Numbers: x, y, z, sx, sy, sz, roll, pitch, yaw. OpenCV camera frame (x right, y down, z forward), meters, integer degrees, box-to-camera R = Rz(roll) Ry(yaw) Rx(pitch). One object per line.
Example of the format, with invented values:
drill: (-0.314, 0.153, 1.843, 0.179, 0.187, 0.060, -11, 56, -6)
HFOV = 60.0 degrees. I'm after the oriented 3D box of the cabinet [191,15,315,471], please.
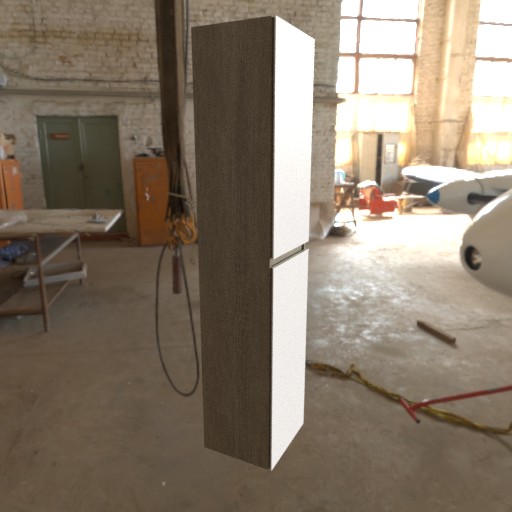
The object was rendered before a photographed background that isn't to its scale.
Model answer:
cabinet: (0.000, 0.000, 1.521, 0.270, 1.400, 0.300, 7, 15, 26)
